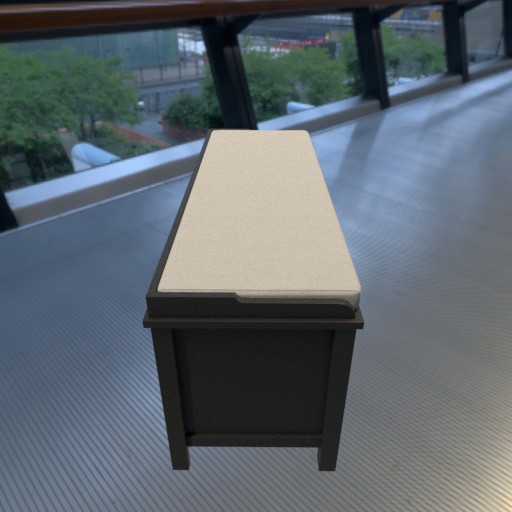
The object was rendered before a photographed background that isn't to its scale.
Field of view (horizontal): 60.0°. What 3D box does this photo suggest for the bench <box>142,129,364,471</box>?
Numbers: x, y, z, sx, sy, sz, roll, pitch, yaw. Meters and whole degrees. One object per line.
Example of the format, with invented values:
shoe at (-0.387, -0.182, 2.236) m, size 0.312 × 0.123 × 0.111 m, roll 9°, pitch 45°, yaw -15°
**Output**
bench at (0.000, 0.000, 1.387) m, size 0.398 × 0.501 × 1.140 m, roll 0°, pitch 31°, yaw 0°
